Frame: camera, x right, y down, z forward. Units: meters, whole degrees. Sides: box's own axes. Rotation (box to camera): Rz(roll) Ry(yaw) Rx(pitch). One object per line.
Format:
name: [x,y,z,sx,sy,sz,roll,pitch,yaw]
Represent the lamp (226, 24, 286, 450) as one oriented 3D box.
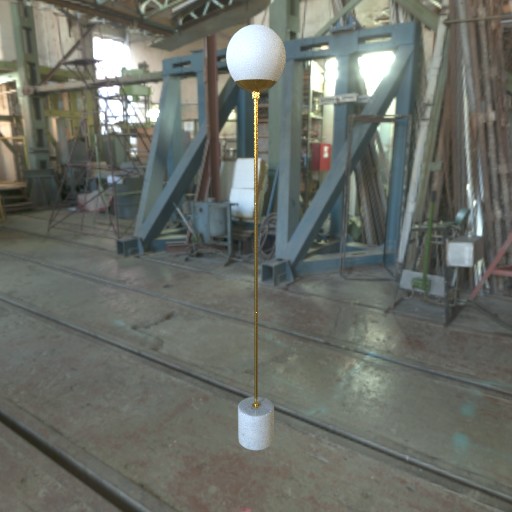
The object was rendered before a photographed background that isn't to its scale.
lamp: [0.000,0.000,1.847,0.224,1.753,0.224,-2,14,-9]
